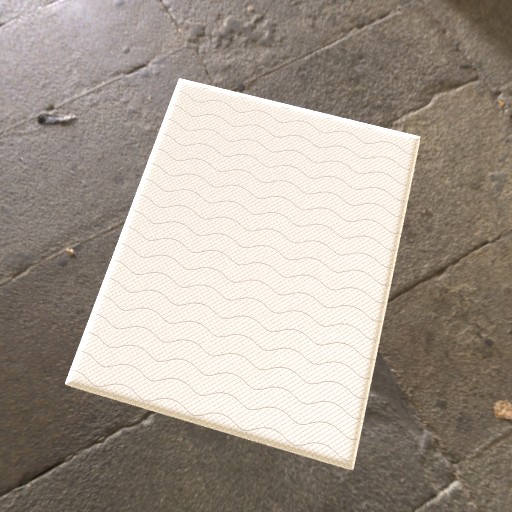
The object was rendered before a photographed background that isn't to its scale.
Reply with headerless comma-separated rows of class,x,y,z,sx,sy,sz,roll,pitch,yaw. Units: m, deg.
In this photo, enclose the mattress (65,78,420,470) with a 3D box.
mattress,0.000,0.000,2.693,1.600,0.230,2.000,15,76,4
